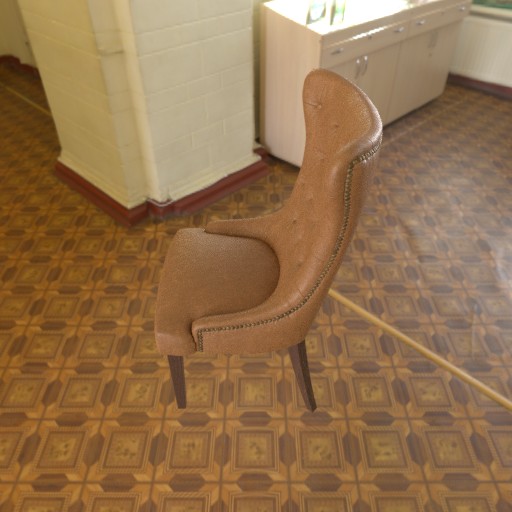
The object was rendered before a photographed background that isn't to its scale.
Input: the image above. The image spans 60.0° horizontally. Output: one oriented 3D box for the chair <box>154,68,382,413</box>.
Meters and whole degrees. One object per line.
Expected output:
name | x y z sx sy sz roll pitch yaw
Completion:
chair | 0.000 0.000 1.506 0.669 1.065 0.611 0 40 0
